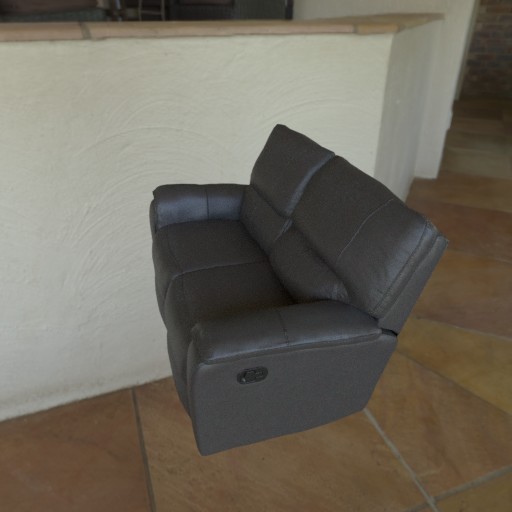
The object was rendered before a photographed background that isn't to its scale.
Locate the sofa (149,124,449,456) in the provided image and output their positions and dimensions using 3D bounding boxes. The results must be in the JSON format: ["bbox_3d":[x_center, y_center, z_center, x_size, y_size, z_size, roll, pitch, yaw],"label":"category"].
[{"bbox_3d":[0.000,0.000,2.465,1.104,1.111,1.765,-9,31,-15],"label":"sofa"}]
